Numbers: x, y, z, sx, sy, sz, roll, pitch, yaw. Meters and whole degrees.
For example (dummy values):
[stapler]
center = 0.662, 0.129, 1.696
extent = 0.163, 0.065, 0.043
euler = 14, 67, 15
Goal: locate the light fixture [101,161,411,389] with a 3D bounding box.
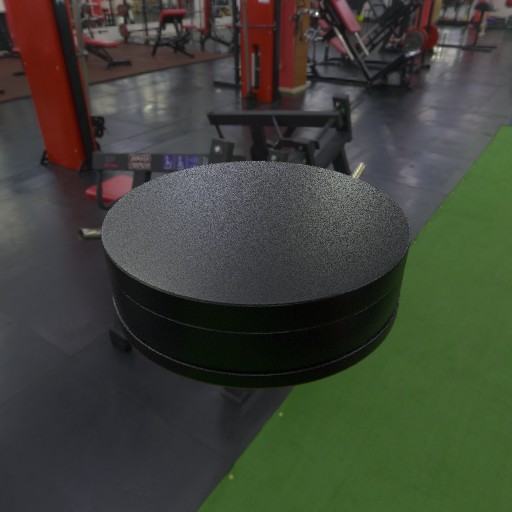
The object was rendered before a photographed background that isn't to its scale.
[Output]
[light fixture]
center = 0.000, 0.000, 0.442
extent = 0.283, 0.097, 0.283
euler = 0, 32, 0
